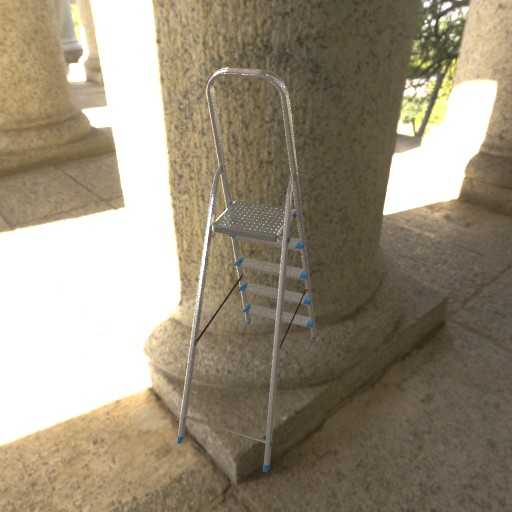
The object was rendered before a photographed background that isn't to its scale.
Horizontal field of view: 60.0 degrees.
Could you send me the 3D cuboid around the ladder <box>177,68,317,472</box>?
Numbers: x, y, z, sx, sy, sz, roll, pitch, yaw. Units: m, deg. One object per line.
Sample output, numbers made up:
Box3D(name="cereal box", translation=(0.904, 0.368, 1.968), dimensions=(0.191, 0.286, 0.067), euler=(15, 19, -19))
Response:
Box3D(name="ladder", translation=(0.000, 0.000, 2.057), dimensions=(0.468, 1.648, 0.990), euler=(10, 32, 17))
